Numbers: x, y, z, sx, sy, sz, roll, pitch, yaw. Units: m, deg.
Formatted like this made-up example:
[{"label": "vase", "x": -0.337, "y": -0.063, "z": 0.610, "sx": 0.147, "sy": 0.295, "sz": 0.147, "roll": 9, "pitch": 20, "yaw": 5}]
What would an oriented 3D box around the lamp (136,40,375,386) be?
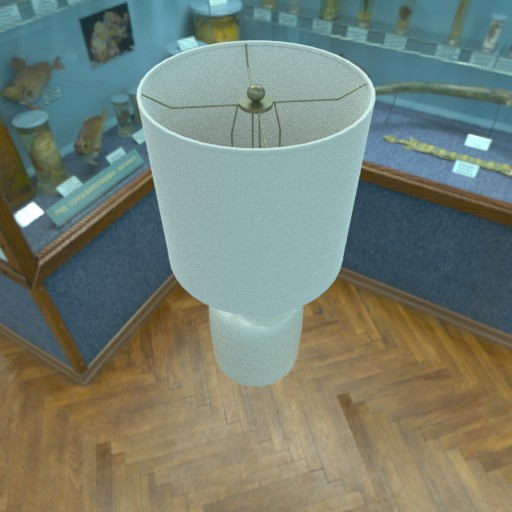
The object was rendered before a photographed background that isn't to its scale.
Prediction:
[{"label": "lamp", "x": 0.000, "y": 0.000, "z": 0.495, "sx": 0.188, "sy": 0.392, "sz": 0.188, "roll": 25, "pitch": 51, "yaw": 22}]
